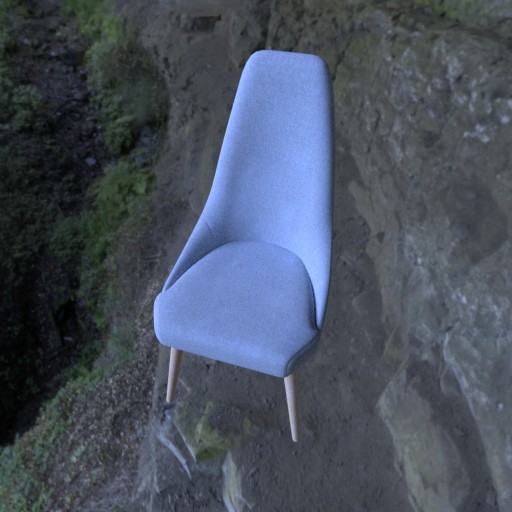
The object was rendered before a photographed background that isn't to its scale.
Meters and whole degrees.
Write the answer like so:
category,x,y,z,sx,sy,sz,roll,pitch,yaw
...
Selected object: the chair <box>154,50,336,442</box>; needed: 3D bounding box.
category,x,y,z,sx,sy,sz,roll,pitch,yaw
chair,0.000,0.000,1.399,0.510,1.040,0.660,12,43,13
